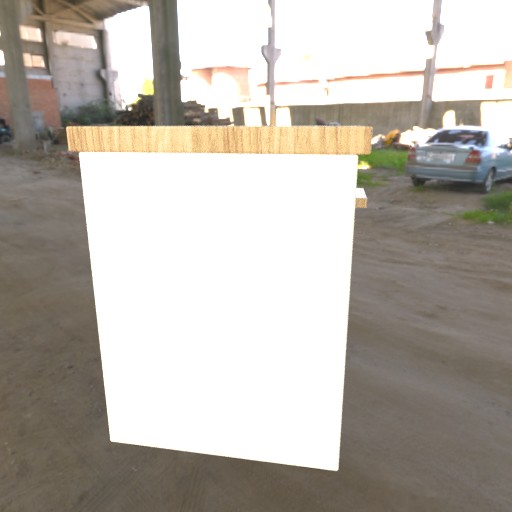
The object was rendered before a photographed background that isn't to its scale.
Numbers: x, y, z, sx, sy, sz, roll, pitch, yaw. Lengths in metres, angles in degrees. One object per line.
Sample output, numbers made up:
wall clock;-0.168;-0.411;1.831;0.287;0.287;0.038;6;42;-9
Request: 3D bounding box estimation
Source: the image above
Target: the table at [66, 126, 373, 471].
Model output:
table;0.000;0.000;0.782;0.360;0.440;0.500;3;17;10
